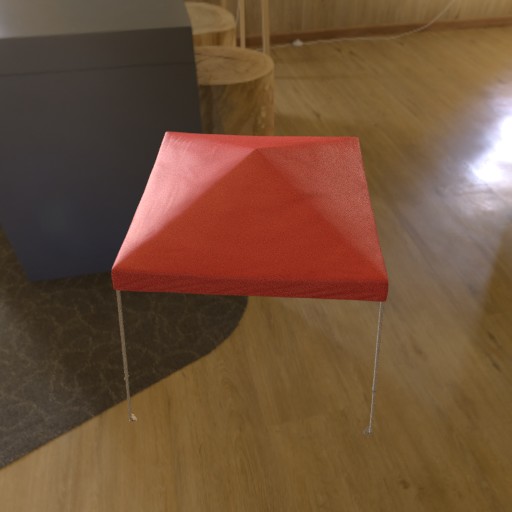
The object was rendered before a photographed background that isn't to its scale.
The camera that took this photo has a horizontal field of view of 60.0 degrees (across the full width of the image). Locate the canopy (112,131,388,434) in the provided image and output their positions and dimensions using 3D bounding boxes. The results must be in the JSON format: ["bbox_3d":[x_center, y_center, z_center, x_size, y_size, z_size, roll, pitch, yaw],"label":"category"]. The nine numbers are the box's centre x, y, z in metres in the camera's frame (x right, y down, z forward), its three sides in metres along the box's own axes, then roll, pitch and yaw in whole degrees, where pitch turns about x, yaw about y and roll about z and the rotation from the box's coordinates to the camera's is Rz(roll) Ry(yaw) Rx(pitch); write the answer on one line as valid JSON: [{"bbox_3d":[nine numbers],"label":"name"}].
[{"bbox_3d":[0.000,0.000,6.567,3.600,3.600,3.599,2,45,2],"label":"canopy"}]
